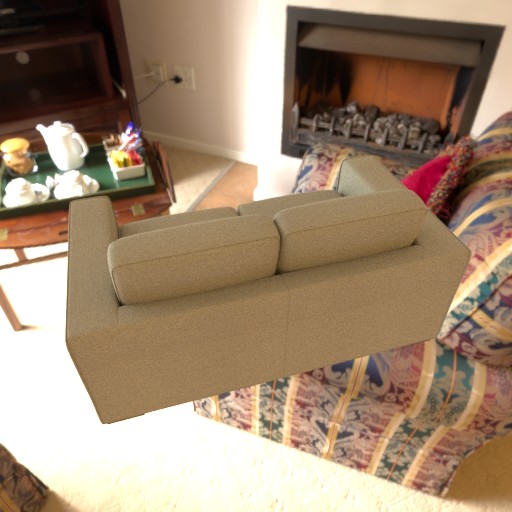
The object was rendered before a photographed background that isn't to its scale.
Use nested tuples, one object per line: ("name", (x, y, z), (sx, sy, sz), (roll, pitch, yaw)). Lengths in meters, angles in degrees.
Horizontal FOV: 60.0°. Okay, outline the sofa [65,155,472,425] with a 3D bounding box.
("sofa", (0.000, 0.000, 2.366), (1.812, 0.924, 1.007), (-11, 42, -12))
